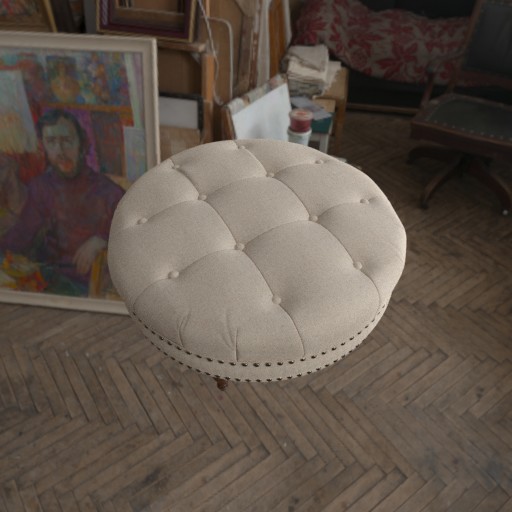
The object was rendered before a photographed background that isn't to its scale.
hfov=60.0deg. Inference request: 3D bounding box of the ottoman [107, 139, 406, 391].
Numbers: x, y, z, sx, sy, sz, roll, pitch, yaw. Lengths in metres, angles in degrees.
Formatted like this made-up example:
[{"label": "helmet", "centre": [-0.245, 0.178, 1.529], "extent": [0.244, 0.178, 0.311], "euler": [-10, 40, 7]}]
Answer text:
[{"label": "ottoman", "centre": [0.000, 0.000, 1.521], "extent": [0.940, 0.483, 0.940], "euler": [0, 45, 0]}]
